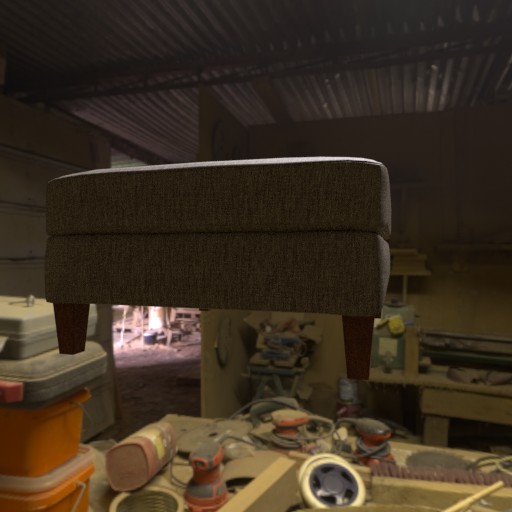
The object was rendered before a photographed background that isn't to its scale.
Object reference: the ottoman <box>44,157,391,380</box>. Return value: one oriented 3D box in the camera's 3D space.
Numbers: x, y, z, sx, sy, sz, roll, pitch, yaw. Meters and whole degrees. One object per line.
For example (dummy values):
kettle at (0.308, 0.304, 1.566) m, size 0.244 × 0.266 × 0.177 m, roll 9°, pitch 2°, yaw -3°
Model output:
ottoman at (0.000, 0.000, 1.445) m, size 0.839 × 0.492 × 0.994 m, roll 0°, pitch 1°, yaw 17°
